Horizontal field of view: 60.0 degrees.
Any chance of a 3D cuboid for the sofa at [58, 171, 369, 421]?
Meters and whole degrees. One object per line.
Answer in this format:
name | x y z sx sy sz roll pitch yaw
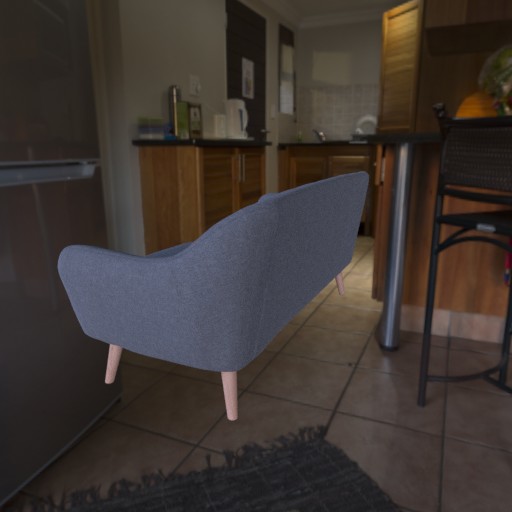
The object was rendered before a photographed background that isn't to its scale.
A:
sofa | 0.000 0.000 2.290 0.820 0.820 1.840 7 16 25
